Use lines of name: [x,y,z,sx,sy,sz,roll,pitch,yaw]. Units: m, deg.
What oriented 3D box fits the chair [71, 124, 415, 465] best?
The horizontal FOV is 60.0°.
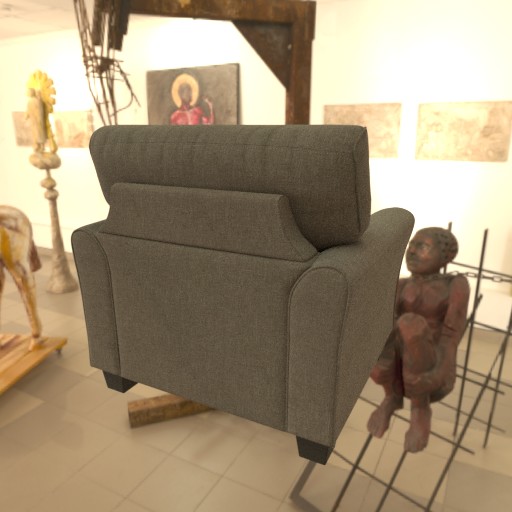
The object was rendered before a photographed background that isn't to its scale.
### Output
chair: [0.000,0.000,1.565,0.941,0.890,0.816,8,18,26]
